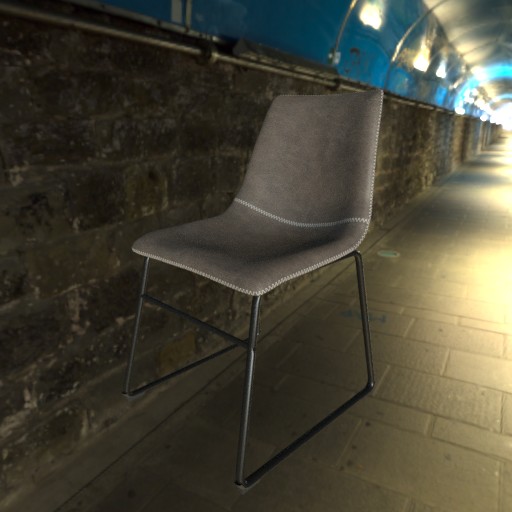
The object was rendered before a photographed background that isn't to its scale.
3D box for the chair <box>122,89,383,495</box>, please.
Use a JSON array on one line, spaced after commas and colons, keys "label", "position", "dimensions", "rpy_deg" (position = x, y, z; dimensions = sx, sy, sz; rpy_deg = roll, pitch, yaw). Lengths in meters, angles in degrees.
[{"label": "chair", "position": [0.000, 0.000, 1.092], "dimensions": [0.460, 0.780, 0.550], "rpy_deg": [16, 23, 42]}]
